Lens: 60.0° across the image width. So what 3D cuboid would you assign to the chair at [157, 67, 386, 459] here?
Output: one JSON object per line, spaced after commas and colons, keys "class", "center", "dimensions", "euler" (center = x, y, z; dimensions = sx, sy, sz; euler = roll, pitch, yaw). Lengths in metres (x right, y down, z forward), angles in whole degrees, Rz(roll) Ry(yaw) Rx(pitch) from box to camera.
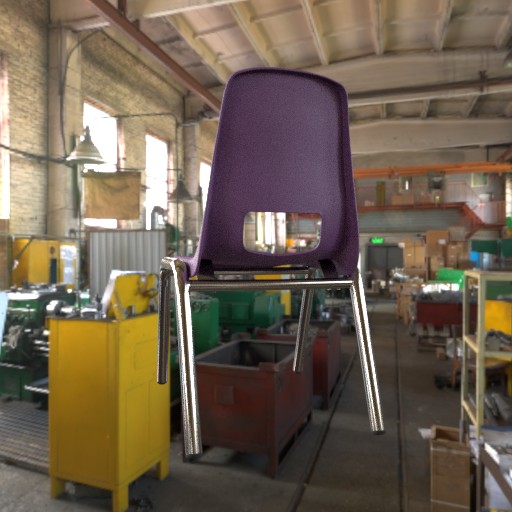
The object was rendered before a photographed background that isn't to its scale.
{"class": "chair", "center": [0.000, 0.000, 0.869], "dimensions": [0.356, 0.584, 0.419], "euler": [0, 0, -16]}
